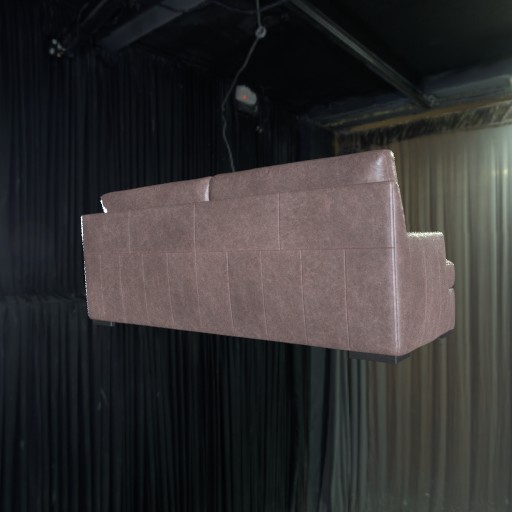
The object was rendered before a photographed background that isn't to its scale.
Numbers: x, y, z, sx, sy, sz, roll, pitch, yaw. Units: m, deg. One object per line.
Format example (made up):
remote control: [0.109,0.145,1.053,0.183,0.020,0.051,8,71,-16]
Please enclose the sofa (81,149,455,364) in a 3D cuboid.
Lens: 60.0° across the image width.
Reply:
sofa: [0.000,0.000,2.867,2.261,0.941,1.143,-1,-1,36]
